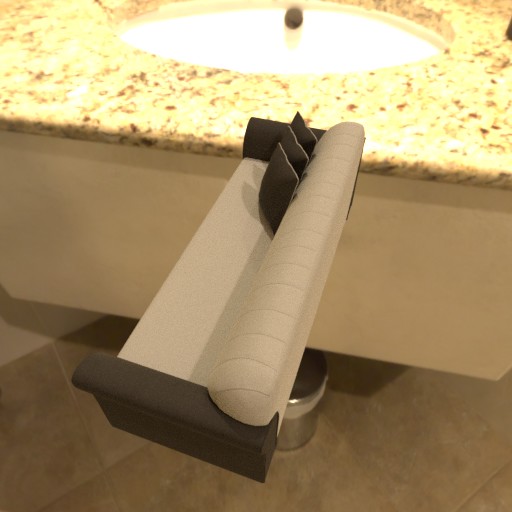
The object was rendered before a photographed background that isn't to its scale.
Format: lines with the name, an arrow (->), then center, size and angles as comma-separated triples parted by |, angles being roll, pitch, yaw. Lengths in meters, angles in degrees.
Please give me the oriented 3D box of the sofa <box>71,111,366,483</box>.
sofa -> 0.000, 0.000, 2.339 | 0.755, 0.787, 2.001 | 14, 49, 13
